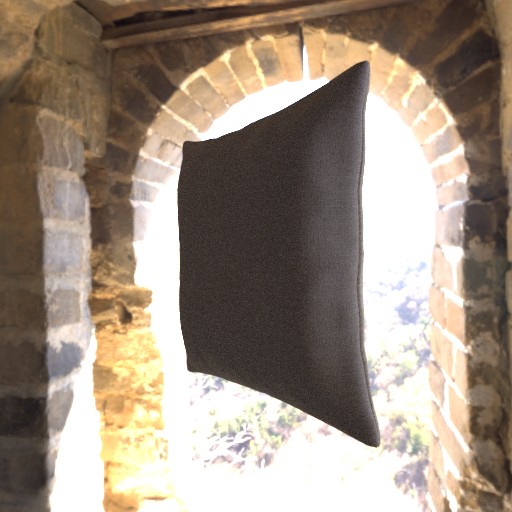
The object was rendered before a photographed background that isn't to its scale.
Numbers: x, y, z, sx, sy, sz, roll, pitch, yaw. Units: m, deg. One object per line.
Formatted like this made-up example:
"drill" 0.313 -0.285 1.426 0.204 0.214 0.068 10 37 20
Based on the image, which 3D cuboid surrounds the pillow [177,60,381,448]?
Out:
"pillow" 0.000 0.000 0.780 0.166 0.510 0.523 0 0 -36
